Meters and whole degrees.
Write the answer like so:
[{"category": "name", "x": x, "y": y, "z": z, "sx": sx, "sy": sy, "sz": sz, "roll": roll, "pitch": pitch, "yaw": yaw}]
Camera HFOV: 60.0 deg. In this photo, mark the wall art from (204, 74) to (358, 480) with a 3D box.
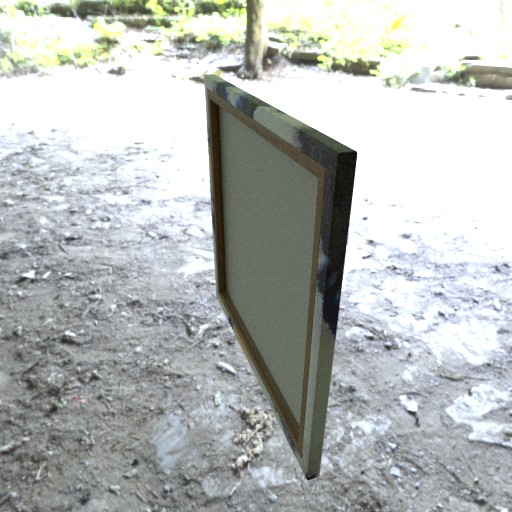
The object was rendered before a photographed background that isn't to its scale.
[{"category": "wall art", "x": 0.000, "y": 0.000, "z": 1.311, "sx": 0.038, "sy": 0.885, "sz": 0.887, "roll": -11, "pitch": 32, "yaw": -17}]
